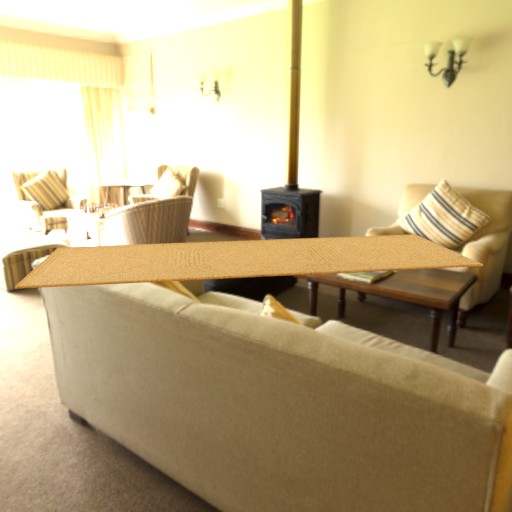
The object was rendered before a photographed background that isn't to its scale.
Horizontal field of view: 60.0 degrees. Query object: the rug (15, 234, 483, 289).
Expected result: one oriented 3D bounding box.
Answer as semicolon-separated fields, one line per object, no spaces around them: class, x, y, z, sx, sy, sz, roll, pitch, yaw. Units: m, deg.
rug;0.000;0.000;2.662;2.452;0.012;0.775;-2;16;-9
